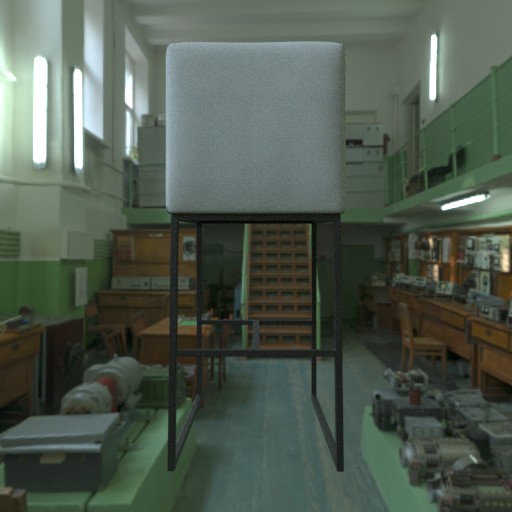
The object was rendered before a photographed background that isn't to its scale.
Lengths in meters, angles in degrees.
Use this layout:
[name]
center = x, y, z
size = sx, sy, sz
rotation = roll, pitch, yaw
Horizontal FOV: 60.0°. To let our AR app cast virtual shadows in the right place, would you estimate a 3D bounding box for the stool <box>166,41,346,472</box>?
[stool]
center = 0.000, 0.000, 1.365
size = 0.464, 1.061, 0.573
rotation = 0, 0, 0
